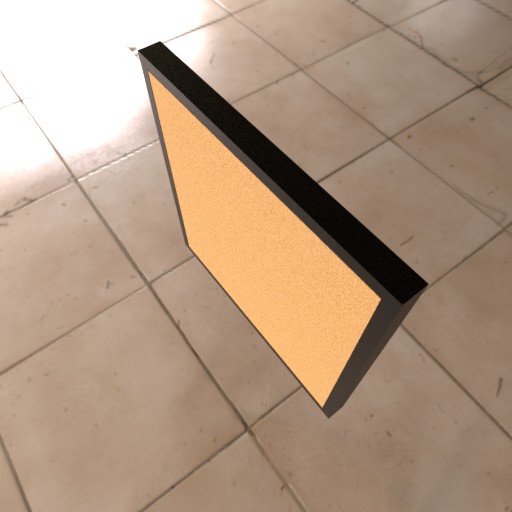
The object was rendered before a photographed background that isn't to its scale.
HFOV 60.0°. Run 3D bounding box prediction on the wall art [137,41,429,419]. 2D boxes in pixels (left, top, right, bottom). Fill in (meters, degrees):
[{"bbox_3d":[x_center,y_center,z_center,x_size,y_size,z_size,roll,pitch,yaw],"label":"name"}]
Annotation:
[{"bbox_3d":[0.000,0.000,0.748,0.038,0.506,0.506,-33,64,-19],"label":"wall art"}]
